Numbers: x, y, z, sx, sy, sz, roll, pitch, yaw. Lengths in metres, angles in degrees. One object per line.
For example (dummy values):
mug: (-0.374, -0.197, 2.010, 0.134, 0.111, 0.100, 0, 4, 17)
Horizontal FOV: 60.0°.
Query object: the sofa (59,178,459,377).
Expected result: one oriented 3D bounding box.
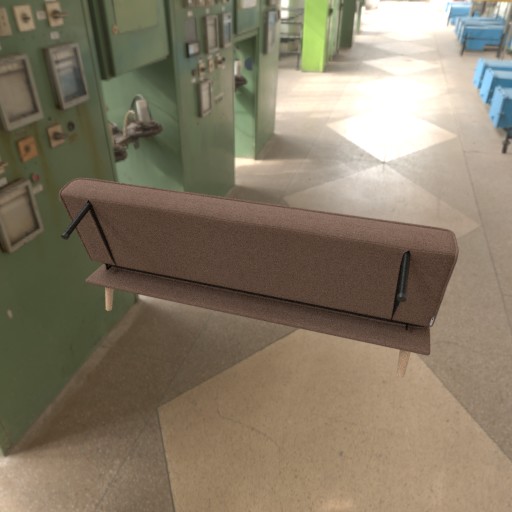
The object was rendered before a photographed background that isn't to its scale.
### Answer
sofa: (0.000, 0.000, 2.344, 1.820, 0.810, 1.038, 10, 34, 15)
